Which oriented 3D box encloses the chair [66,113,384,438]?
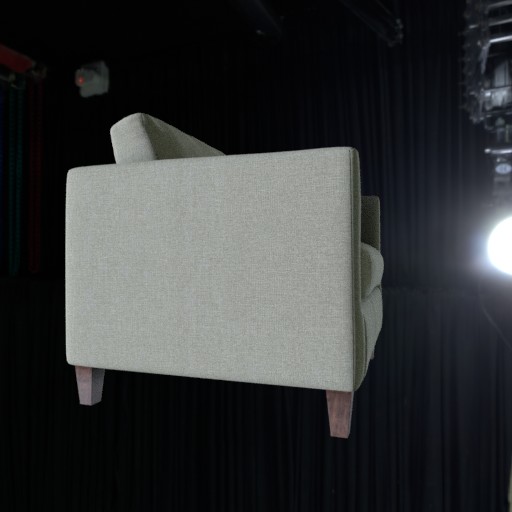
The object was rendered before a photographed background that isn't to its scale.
[{"bbox_3d":[0.000,0.000,1.771,0.959,0.963,1.107,0,0,19],"label":"chair"}]
